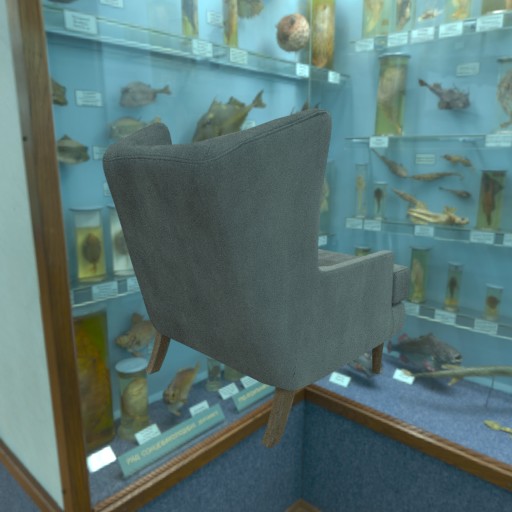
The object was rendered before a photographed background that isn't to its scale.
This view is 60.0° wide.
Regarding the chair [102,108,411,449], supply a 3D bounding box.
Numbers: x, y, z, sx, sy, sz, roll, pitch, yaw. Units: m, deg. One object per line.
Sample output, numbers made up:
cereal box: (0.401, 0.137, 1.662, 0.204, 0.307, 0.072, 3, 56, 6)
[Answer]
chair: (0.000, 0.000, 1.606, 0.784, 0.950, 0.906, 12, 18, 43)
